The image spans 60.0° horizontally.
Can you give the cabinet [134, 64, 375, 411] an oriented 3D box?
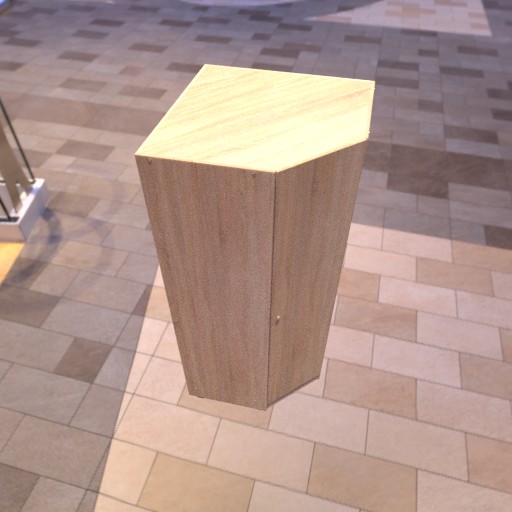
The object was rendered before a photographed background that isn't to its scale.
[{"bbox_3d":[0.000,0.000,2.913,1.327,2.120,1.094,-24,50,-21],"label":"cabinet"}]
